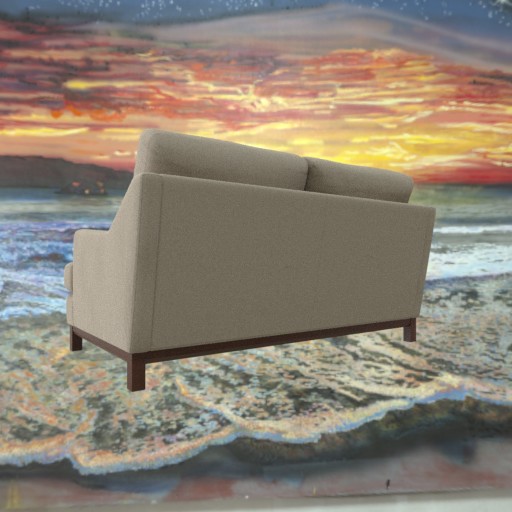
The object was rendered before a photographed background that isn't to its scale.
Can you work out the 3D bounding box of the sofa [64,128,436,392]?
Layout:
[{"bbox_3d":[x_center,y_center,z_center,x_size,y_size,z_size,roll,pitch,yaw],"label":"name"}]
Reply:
[{"bbox_3d":[0.000,0.000,2.225,1.619,0.910,1.004,0,-1,-36],"label":"sofa"}]
